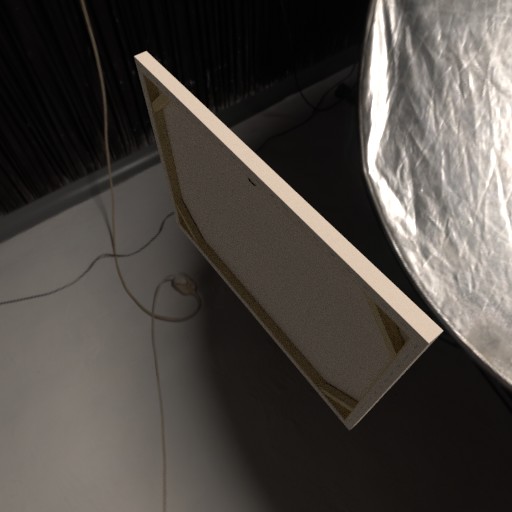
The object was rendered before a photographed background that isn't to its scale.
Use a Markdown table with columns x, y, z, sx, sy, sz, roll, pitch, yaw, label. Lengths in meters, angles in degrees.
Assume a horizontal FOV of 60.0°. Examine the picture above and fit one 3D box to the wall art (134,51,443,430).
| x | y | z | sx | sy | sz | roll | pitch | yaw | label |
| --- | --- | --- | --- | --- | --- | --- | --- | --- | --- |
| 0.000 | 0.000 | 1.299 | 0.038 | 0.762 | 1.016 | -33 | 64 | -19 | wall art |
